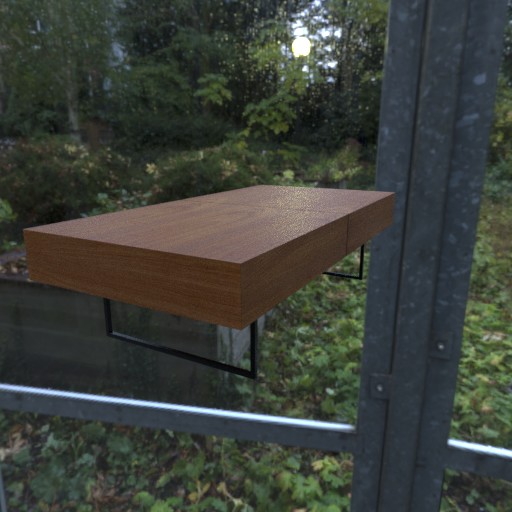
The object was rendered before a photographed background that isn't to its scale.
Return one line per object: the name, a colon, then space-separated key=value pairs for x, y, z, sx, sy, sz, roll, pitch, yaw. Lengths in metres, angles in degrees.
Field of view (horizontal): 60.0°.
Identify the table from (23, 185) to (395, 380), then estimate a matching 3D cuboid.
table: x=0.000 y=0.000 z=1.461 sx=0.610 sy=0.330 sz=1.194 roll=8 pitch=17 yaw=28
